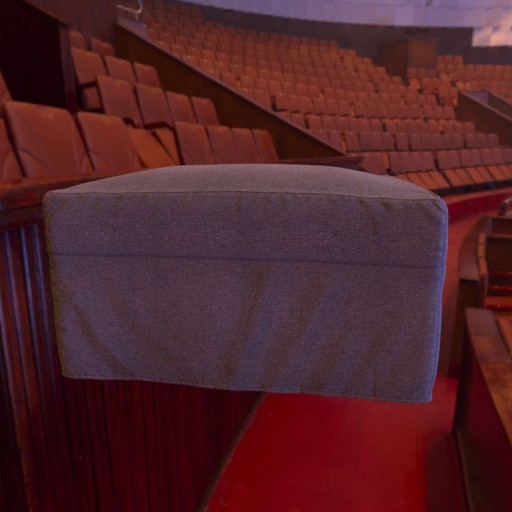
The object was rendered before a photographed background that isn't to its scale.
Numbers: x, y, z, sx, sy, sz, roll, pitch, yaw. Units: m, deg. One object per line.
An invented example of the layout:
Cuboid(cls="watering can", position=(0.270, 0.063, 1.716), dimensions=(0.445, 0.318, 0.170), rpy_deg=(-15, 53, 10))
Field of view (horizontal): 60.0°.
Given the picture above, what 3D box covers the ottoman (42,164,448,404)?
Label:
Cuboid(cls="ottoman", position=(0.000, 0.000, 1.213), dimensions=(0.833, 0.492, 0.652), rpy_deg=(2, 14, 8))
